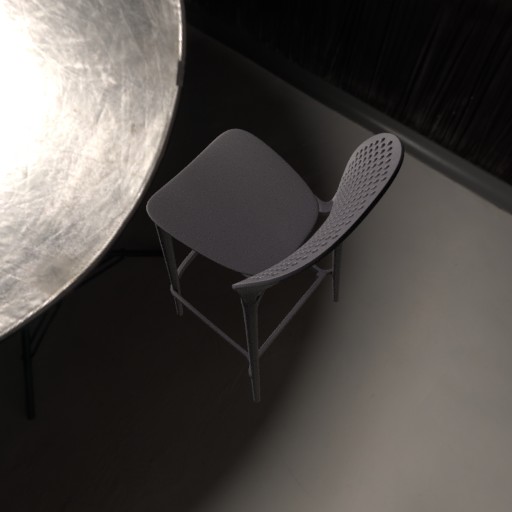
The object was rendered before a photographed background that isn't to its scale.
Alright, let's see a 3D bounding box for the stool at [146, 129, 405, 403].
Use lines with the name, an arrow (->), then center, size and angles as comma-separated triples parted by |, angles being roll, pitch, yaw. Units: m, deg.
stool -> 0.000, 0.000, 1.330 | 0.535, 1.045, 0.536 | 36, 69, 17
